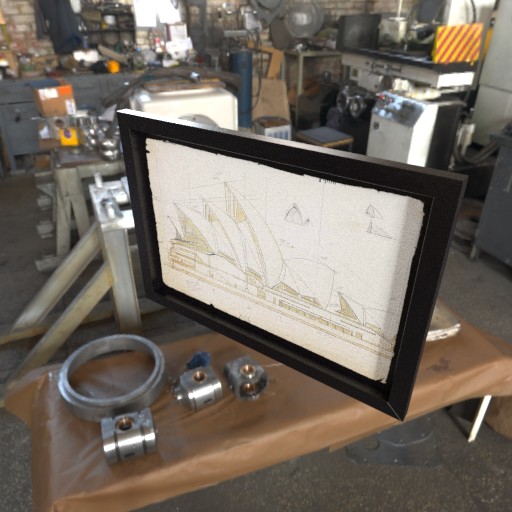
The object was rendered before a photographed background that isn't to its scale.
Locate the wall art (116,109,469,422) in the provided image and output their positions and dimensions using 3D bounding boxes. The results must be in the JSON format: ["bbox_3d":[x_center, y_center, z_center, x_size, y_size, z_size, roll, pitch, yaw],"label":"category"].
[{"bbox_3d":[0.000,0.000,0.846,0.657,0.458,0.027,20,36,29],"label":"wall art"}]
